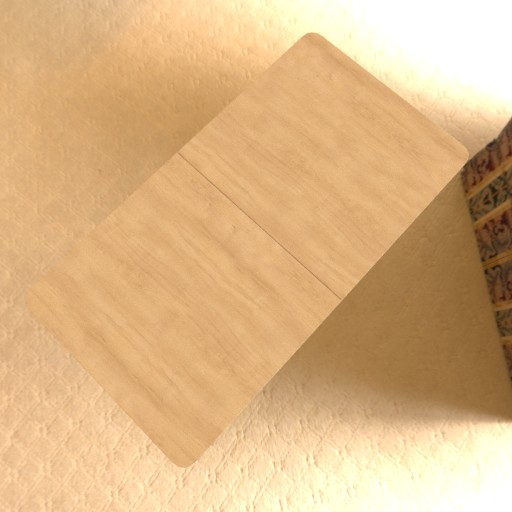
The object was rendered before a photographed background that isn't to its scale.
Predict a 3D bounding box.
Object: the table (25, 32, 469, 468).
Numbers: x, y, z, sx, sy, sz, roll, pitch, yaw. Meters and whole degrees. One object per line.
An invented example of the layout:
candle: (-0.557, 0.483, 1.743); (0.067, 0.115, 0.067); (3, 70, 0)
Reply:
table: (0.000, 0.000, 1.905); (0.750, 0.900, 1.400); (43, 80, 10)
